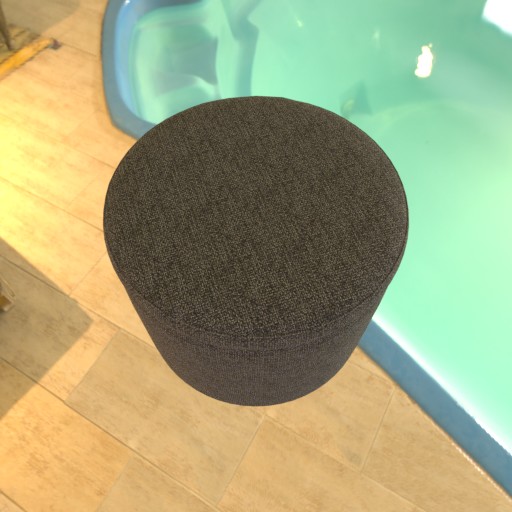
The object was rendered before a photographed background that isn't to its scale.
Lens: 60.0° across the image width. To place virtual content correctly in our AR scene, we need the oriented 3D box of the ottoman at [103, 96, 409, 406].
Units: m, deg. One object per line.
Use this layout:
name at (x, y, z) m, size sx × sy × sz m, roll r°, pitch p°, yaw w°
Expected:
ottoman at (0.000, 0.000, 0.912) m, size 0.520 × 0.430 × 0.520 m, roll 0°, pitch 58°, yaw 0°
